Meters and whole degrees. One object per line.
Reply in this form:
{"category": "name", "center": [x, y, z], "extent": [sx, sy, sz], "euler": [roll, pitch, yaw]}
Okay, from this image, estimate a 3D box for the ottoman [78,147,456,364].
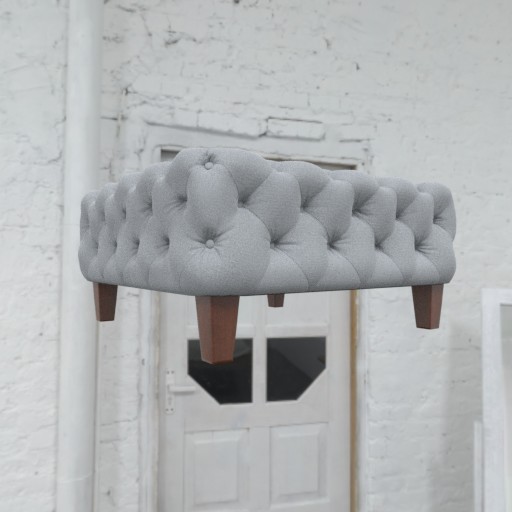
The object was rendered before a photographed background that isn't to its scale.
{"category": "ottoman", "center": [0.000, 0.000, 1.188], "extent": [0.764, 0.365, 0.758], "euler": [0, -1, -36]}
